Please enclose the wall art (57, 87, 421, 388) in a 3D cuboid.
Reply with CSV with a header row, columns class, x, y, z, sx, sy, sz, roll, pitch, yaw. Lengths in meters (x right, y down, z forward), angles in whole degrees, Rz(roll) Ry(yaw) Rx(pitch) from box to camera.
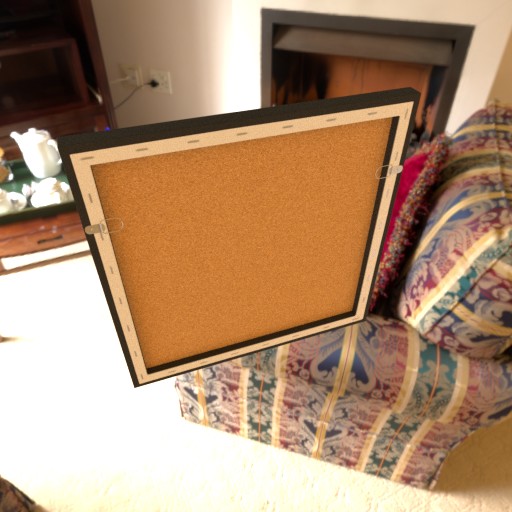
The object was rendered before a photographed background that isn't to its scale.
class,x,y,z,sx,sy,sz,roll,pitch,yaw
wall art,0.000,0.000,1.139,0.758,0.758,0.044,-13,42,-15
